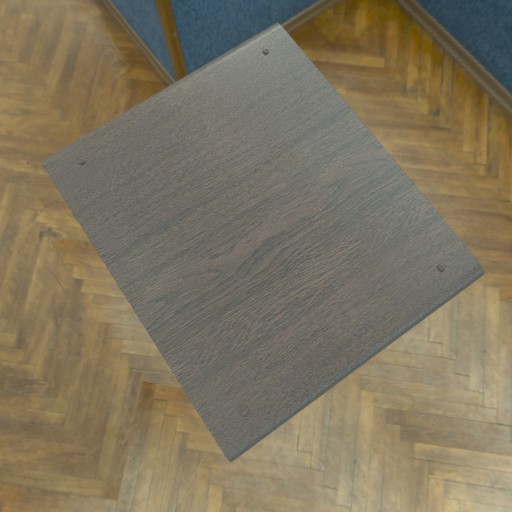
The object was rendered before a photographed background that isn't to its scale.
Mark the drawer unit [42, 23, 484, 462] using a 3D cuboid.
[{"bbox_3d":[0.000,0.000,0.592,0.290,0.344,0.344,-34,79,-8],"label":"drawer unit"}]
